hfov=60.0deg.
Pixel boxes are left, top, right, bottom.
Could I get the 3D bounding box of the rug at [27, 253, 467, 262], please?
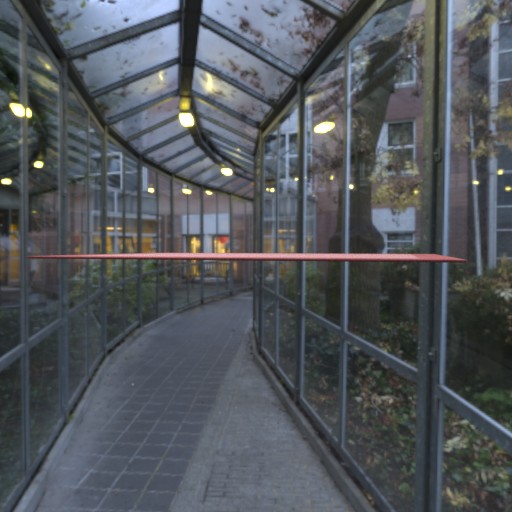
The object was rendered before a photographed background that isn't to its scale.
[{"bbox_3d":[0.000,0.000,3.060,2.438,0.014,1.524,0,1,17],"label":"rug"}]
